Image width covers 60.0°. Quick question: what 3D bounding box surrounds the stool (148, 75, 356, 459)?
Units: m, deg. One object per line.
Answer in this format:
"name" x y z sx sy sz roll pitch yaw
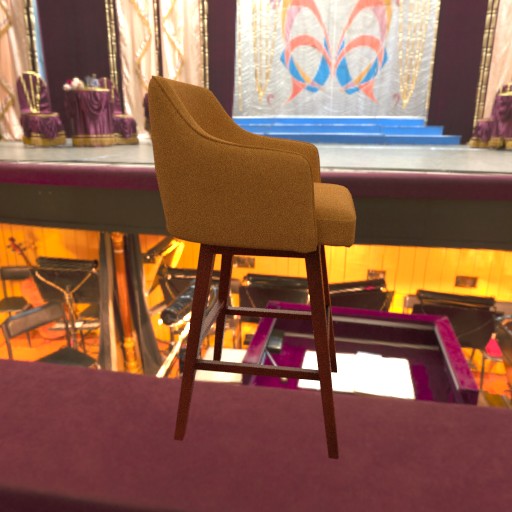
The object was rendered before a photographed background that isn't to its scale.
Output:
"stool" 0.000 0.000 1.348 0.558 1.012 0.548 3 17 9
